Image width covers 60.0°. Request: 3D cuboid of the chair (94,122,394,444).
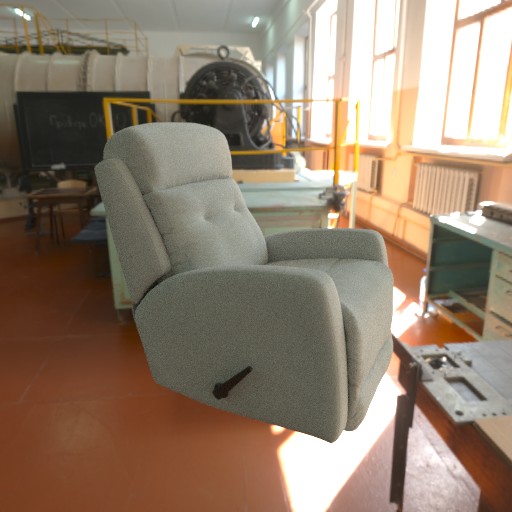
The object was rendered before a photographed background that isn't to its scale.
[{"bbox_3d":[0.000,0.000,1.750,1.043,1.013,0.798,9,18,27],"label":"chair"}]
